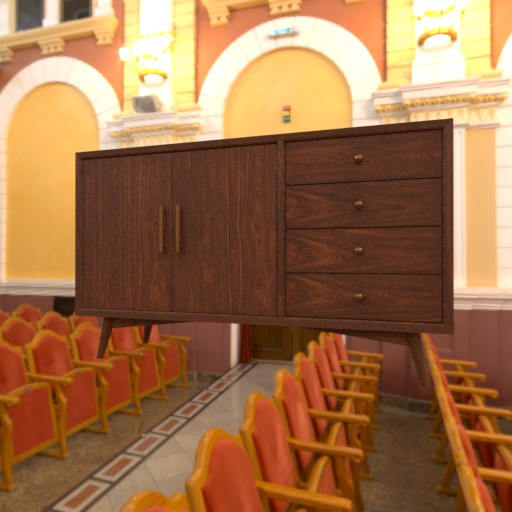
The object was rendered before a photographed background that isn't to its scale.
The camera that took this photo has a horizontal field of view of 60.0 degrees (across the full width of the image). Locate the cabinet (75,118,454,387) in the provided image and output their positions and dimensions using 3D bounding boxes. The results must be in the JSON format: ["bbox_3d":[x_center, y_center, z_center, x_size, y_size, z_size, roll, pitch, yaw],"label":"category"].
[{"bbox_3d":[0.000,0.000,1.980,1.575,0.940,0.505,0,0,18],"label":"cabinet"}]
